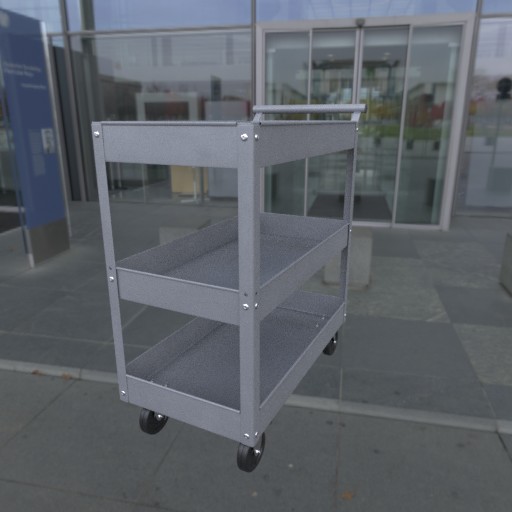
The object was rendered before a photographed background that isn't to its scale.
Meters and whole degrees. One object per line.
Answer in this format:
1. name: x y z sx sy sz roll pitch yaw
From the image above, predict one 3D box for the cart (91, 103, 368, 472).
1. cart: 0.000 0.000 1.176 0.366 0.780 0.719 8 19 26
